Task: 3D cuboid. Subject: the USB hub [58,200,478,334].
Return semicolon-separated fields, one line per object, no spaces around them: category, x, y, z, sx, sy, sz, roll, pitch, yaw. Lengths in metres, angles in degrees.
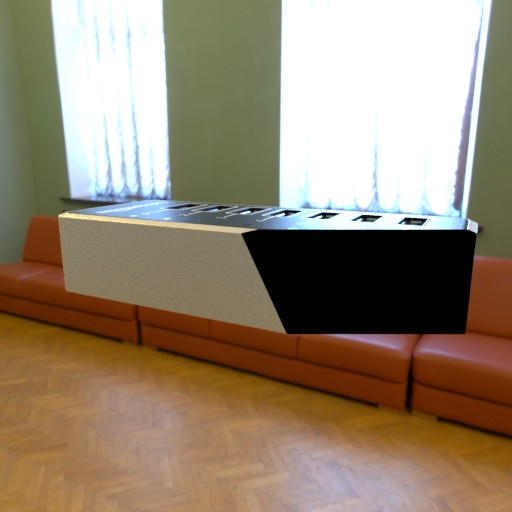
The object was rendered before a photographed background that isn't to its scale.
USB hub;0.000;0.000;0.125;0.110;0.023;0.044;7;15;26
